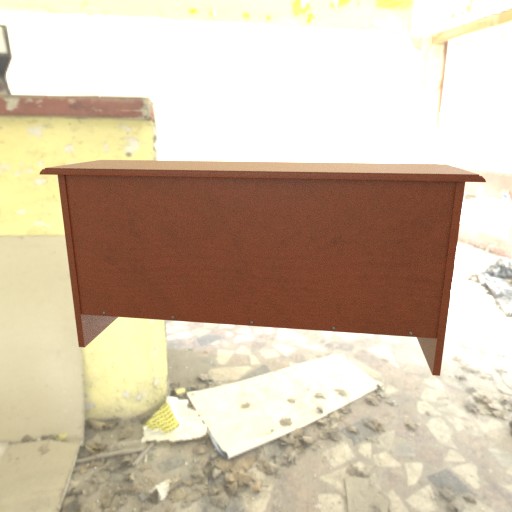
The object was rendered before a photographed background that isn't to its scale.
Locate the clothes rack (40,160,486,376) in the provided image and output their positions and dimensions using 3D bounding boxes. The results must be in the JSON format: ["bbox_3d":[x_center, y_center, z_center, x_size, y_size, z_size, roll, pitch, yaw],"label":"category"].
[{"bbox_3d":[0.000,0.000,1.480,1.251,0.594,0.362,3,16,9],"label":"clothes rack"}]
